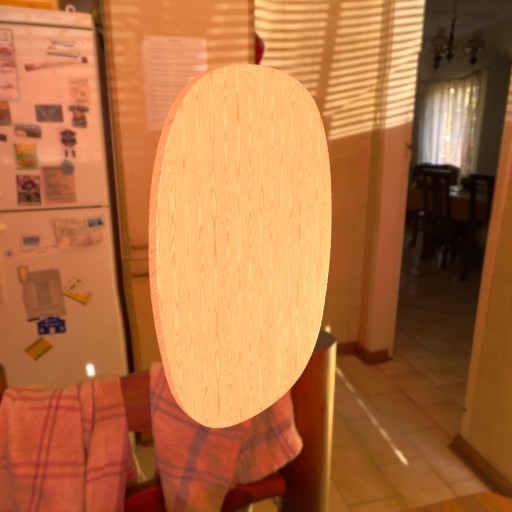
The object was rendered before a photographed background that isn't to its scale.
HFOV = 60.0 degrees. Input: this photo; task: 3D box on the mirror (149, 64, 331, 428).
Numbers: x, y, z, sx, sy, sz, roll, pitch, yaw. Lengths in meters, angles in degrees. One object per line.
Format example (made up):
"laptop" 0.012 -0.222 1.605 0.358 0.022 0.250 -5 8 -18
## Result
"mirror" 0.000 0.000 1.351 0.037 1.075 0.724 14 21 43
